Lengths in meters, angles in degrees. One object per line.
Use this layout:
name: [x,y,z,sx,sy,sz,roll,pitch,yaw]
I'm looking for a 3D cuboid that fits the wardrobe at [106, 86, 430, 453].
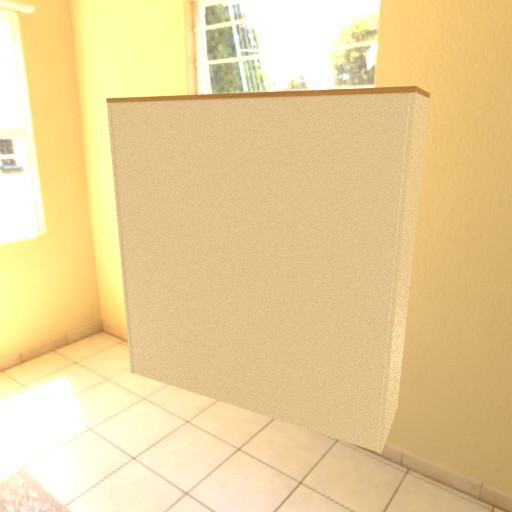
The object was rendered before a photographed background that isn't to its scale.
wardrobe: [0.000,0.000,3.321,2.160,2.260,0.590,8,18,26]
